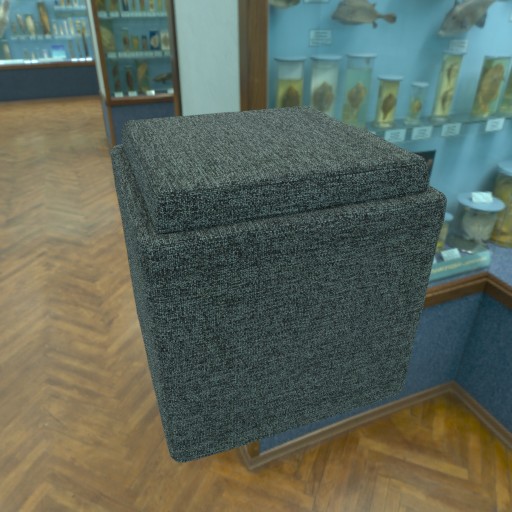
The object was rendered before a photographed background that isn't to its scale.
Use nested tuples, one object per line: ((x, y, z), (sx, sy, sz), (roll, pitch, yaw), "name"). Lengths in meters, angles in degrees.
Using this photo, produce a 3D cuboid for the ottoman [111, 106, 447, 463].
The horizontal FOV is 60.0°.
((0.000, 0.000, 0.834), (0.450, 0.463, 0.450), (-11, 32, -18), "ottoman")
